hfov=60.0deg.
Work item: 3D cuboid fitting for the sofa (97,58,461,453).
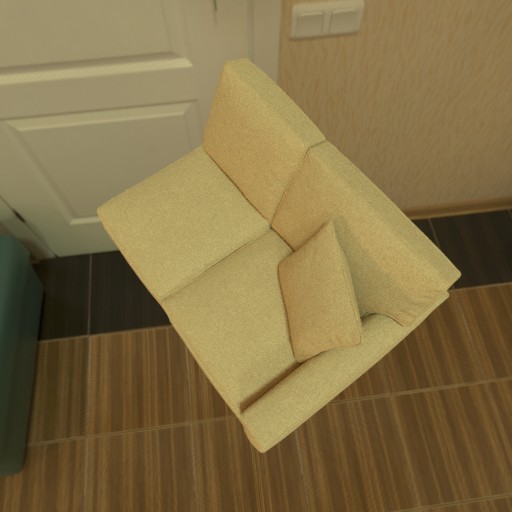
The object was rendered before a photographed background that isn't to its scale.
[{"bbox_3d":[0.000,0.000,2.068,0.991,0.989,1.388,-34,69,-15],"label":"sofa"}]
